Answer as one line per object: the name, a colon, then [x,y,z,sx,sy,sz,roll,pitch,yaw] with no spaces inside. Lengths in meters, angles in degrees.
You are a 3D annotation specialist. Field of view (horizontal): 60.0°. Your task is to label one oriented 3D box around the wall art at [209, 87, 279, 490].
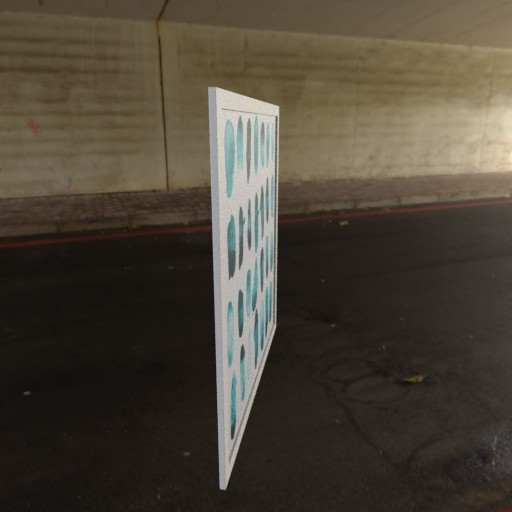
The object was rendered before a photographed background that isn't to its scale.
wall art: [0.000,0.000,1.223,0.013,0.813,0.812,3,17,10]
